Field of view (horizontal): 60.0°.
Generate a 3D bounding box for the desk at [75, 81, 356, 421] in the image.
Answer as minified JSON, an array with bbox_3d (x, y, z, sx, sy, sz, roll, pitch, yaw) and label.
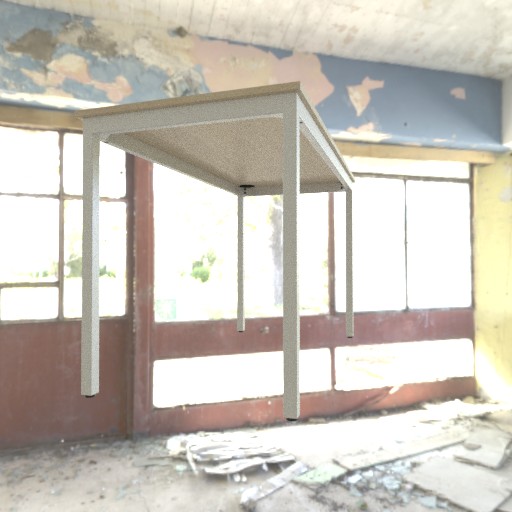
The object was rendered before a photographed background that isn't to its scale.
[{"bbox_3d":[0.000,0.000,1.625,0.600,0.750,1.200,0,-1,18],"label":"desk"}]
